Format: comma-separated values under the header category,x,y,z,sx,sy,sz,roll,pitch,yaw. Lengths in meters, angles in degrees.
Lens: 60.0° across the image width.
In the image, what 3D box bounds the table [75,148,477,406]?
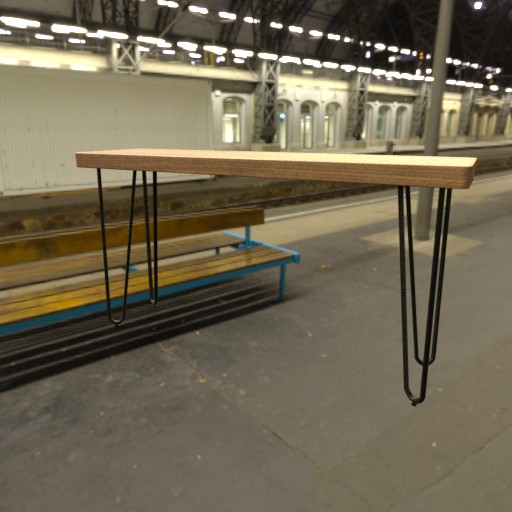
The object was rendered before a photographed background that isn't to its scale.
category,x,y,z,sx,sy,sz,roll,pitch,yaw
table,0.000,0.000,1.871,1.570,0.834,0.425,8,18,26
